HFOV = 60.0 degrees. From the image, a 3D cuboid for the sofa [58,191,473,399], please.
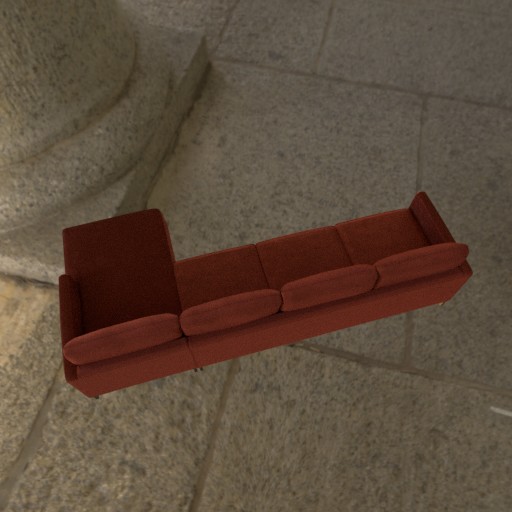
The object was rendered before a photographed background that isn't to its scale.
[{"bbox_3d":[0.000,0.000,3.473,2.932,0.810,1.350,-13,60,-8],"label":"sofa"}]
